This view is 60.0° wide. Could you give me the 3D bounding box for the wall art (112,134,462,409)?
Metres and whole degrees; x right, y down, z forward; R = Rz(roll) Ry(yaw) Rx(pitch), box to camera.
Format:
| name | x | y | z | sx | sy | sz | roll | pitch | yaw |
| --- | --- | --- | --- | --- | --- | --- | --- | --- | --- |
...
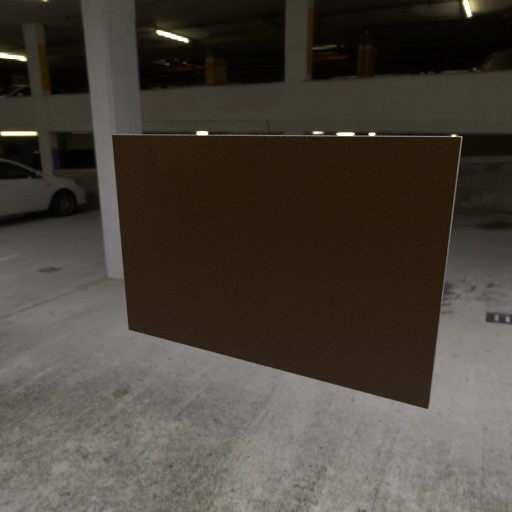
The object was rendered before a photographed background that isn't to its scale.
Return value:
| name | x | y | z | sx | sy | sz | roll | pitch | yaw |
| --- | --- | --- | --- | --- | --- | --- | --- | --- | --- |
| wall art | 0.000 | 0.000 | 1.451 | 1.145 | 0.762 | 0.041 | 8 | 18 | 27 |
